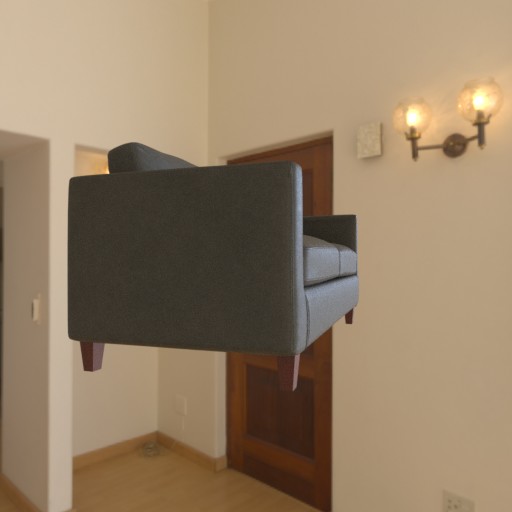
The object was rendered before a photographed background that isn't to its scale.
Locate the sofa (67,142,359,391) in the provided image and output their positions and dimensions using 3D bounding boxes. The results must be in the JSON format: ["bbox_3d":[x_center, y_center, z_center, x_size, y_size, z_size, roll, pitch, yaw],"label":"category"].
[{"bbox_3d":[0.000,0.000,2.444,0.951,0.933,1.883,0,-1,19],"label":"sofa"}]
